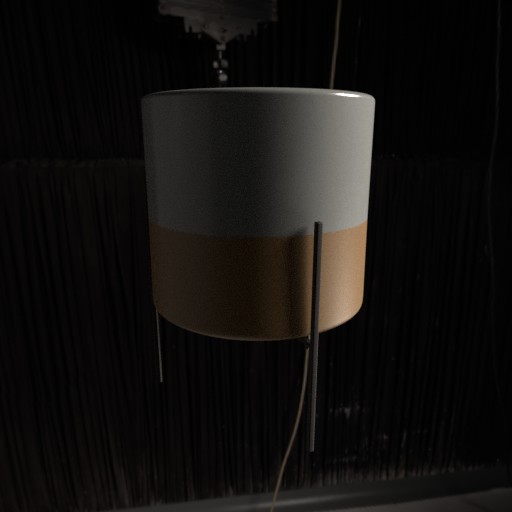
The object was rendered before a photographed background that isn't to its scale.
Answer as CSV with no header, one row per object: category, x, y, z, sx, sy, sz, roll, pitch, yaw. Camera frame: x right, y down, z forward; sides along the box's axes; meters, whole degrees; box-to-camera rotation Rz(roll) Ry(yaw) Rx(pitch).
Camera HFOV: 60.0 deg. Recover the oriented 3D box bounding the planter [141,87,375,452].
planter,0.000,0.000,0.640,0.310,0.432,0.310,-3,16,-9
